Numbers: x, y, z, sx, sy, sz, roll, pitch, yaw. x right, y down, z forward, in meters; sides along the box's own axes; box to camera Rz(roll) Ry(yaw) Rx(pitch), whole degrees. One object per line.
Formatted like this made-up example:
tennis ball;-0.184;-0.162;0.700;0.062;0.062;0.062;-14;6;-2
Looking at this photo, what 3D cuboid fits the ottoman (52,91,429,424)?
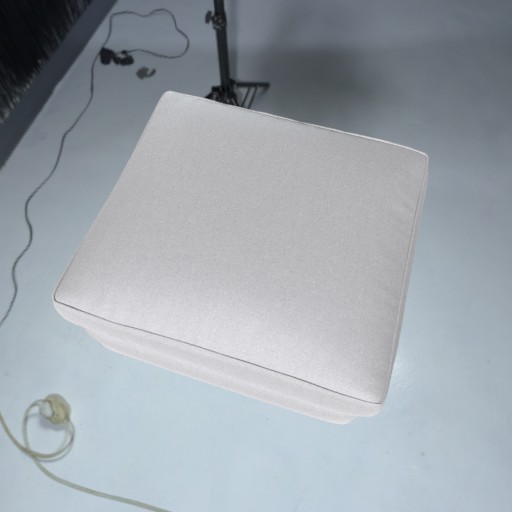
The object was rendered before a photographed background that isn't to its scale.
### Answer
ottoman;0.000;0.000;1.152;0.721;0.505;0.662;16;65;8
